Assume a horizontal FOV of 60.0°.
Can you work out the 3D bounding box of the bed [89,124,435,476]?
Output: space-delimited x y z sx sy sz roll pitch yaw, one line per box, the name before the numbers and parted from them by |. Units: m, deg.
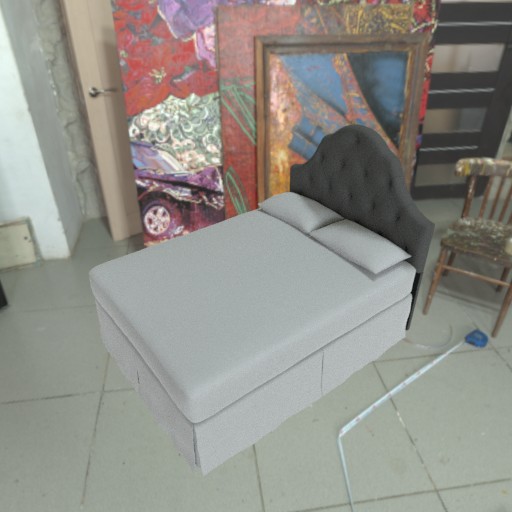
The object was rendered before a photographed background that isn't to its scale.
bed | 0.000 0.000 3.333 2.155 1.575 1.636 -23 39 -31
